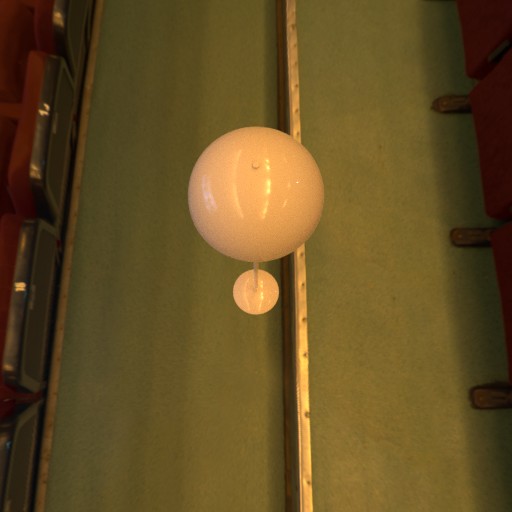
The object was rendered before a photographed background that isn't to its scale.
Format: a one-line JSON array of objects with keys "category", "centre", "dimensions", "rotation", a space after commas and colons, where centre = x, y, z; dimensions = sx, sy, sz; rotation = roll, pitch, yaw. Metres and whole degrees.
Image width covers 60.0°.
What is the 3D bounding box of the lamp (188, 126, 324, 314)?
[{"category": "lamp", "centre": [0.000, 0.000, 1.626], "dimensions": [0.328, 1.480, 0.328], "rotation": [-1, 75, 0]}]
